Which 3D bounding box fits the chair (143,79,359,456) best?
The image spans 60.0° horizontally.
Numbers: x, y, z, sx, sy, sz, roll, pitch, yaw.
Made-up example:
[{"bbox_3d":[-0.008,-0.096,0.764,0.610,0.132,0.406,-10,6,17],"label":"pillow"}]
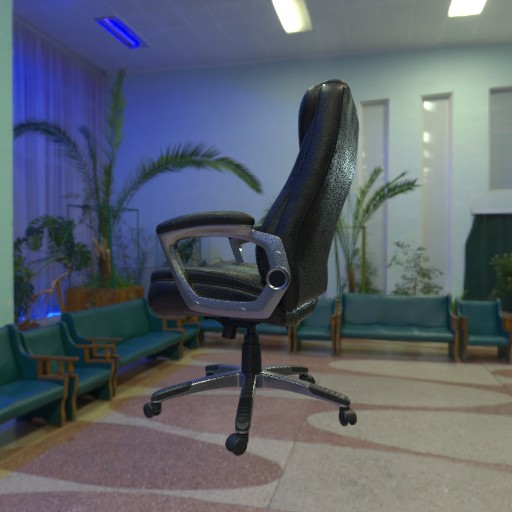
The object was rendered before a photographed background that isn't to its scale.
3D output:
[{"bbox_3d":[0.000,0.000,1.525,0.689,1.075,0.697,0,1,18],"label":"chair"}]
